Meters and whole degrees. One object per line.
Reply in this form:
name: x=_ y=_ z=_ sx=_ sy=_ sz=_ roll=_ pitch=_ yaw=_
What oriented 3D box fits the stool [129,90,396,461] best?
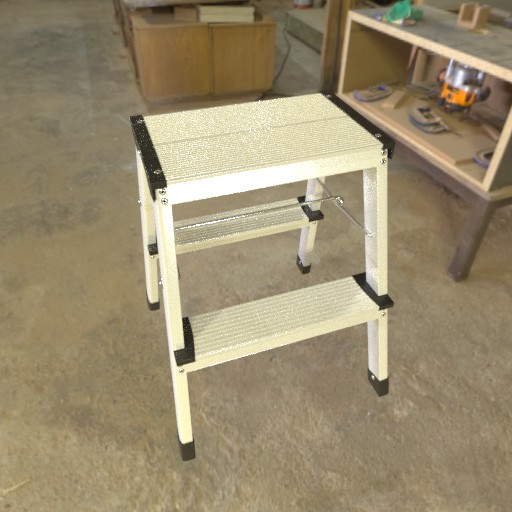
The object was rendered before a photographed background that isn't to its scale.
stool: x=0.000 y=0.000 z=0.787 sx=0.404 sy=0.480 sz=0.405 roll=-13 pitch=42 yaw=-14
